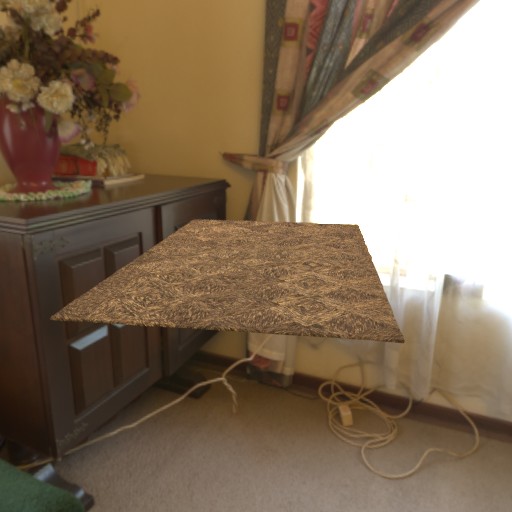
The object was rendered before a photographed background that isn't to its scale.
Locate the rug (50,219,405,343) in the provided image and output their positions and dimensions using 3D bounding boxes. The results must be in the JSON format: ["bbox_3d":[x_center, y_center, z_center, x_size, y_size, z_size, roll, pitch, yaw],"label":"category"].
[{"bbox_3d":[0.000,0.000,2.300,1.189,0.011,1.808,2,16,8],"label":"rug"}]
